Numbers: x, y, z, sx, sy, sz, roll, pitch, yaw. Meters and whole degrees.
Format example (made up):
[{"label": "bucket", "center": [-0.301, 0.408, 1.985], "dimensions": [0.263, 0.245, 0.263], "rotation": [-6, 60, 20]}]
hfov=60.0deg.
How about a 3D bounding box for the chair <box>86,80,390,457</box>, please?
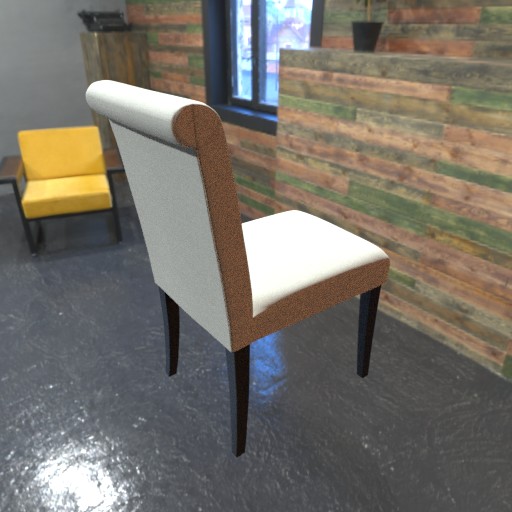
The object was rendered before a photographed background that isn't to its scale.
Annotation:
[{"label": "chair", "center": [0.000, 0.000, 1.311], "dimensions": [0.708, 0.976, 0.452], "rotation": [-19, 33, -33]}]
